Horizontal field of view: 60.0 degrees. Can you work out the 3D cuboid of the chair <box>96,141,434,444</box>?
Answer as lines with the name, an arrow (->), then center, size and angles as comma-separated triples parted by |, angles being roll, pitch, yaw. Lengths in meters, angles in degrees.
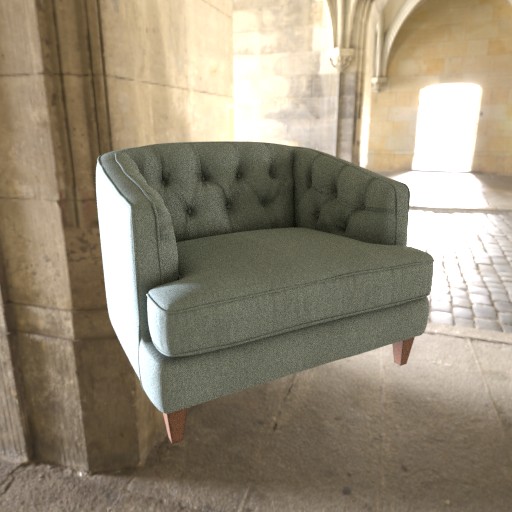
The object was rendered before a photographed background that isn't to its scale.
chair -> 0.000, 0.000, 1.745 | 1.094, 0.852, 0.945 | -9, 18, -28
